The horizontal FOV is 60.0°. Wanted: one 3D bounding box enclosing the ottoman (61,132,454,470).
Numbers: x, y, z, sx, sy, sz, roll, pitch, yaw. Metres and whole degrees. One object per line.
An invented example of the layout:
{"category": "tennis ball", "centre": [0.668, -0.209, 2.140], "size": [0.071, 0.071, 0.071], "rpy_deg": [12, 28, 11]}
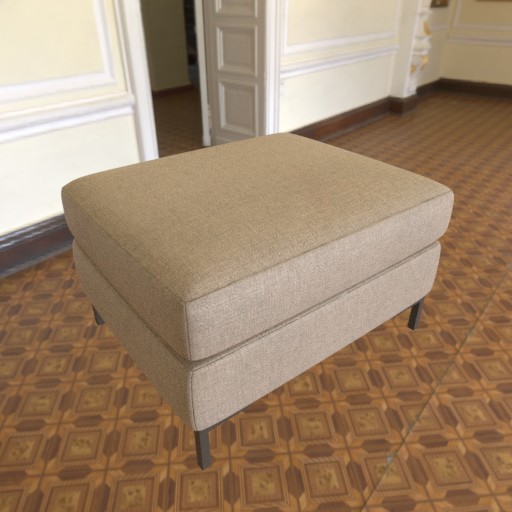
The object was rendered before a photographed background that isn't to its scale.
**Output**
{"category": "ottoman", "centre": [0.000, 0.000, 1.224], "size": [0.820, 0.490, 0.671], "rpy_deg": [-22, 37, -32]}
